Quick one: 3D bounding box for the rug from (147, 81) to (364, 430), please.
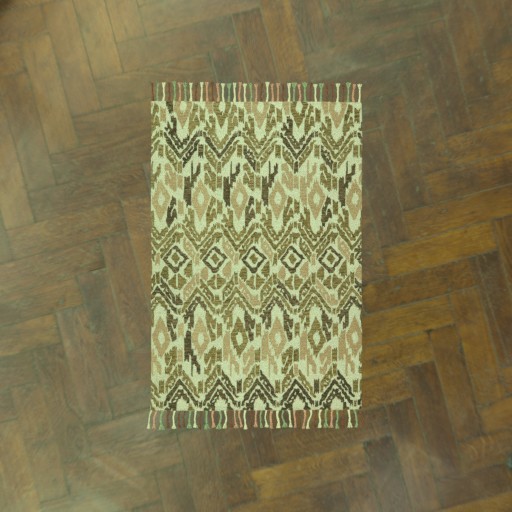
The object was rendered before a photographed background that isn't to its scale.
[{"bbox_3d":[0.000,0.000,3.106,1.524,0.008,2.438,0,90,-1],"label":"rug"}]
